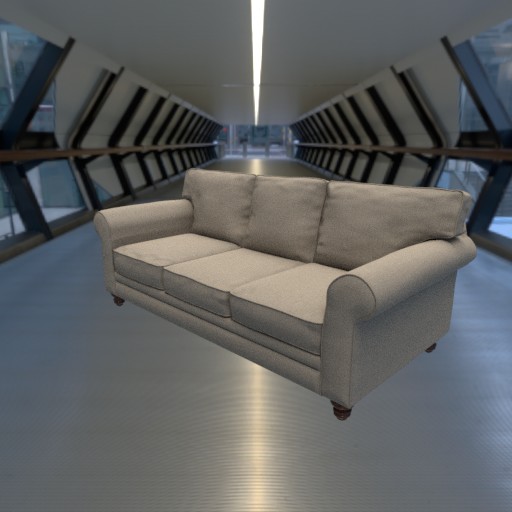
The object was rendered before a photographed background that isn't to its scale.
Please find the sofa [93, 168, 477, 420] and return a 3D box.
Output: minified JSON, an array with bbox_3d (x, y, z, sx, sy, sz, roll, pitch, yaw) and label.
[{"bbox_3d":[0.000,0.000,2.586,2.118,0.889,0.998,14,21,42],"label":"sofa"}]
